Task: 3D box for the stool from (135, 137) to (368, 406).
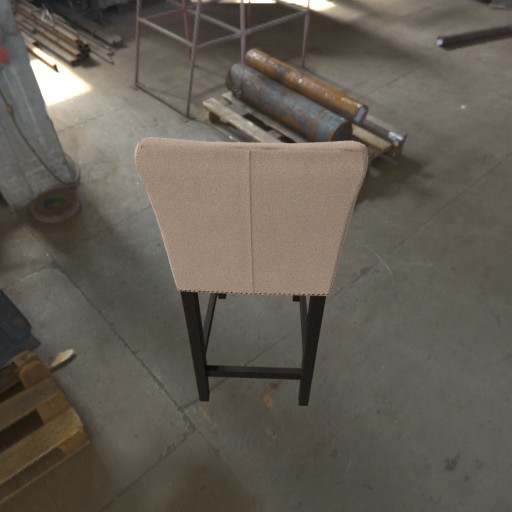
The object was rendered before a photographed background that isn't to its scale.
[{"bbox_3d":[0.000,0.000,1.299,0.411,1.047,0.548,2,46,2],"label":"stool"}]
